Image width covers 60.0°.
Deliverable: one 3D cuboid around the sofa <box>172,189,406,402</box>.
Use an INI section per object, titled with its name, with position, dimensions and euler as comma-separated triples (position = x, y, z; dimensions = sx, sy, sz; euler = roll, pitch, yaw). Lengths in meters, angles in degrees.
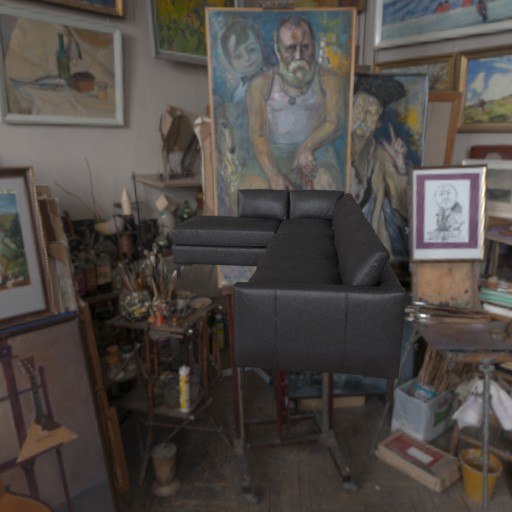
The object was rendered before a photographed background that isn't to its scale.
[sofa]
position = 0.000, 0.000, 3.825
dimensions = 1.938, 0.877, 2.984
euler = 2, 14, 8
